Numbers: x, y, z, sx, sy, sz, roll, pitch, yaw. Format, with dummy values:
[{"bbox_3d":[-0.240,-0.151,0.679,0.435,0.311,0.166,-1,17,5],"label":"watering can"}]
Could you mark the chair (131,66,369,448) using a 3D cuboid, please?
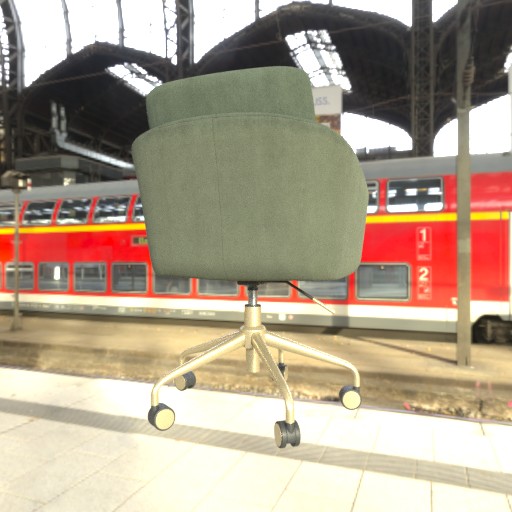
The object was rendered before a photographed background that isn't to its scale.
[{"bbox_3d":[0.000,0.000,1.363,0.641,0.908,0.635,0,0,19],"label":"chair"}]
